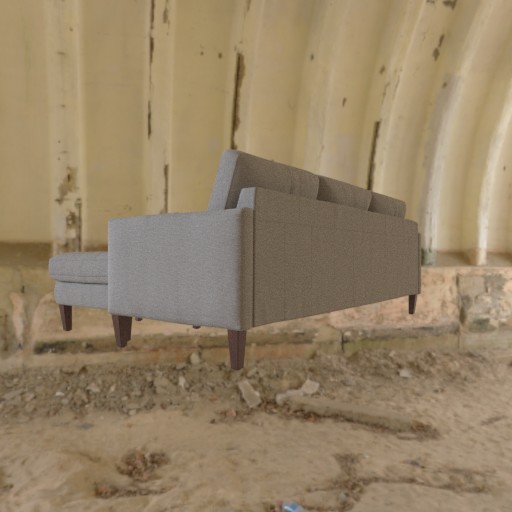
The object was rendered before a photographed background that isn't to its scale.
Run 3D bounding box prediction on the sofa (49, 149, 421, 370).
[{"bbox_3d":[0.000,0.000,2.926,1.506,0.875,2.178,0,0,37],"label":"sofa"}]
